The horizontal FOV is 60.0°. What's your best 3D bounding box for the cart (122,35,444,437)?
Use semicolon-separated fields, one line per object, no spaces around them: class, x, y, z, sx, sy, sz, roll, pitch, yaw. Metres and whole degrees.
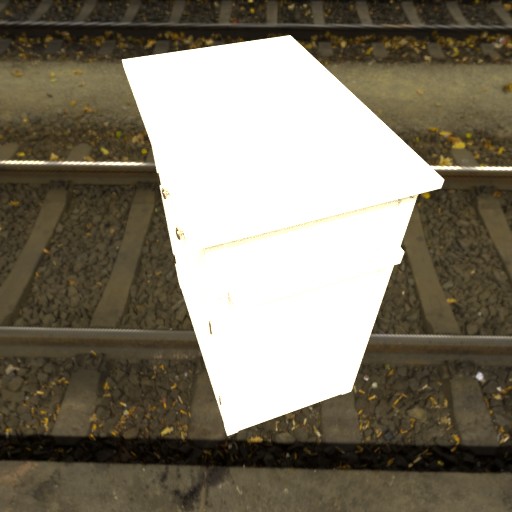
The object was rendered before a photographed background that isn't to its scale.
cart;0.000;0.000;1.219;0.442;0.864;0.683;-15;49;-13
